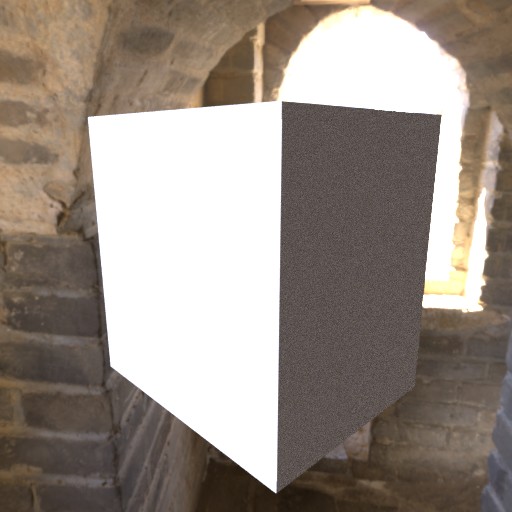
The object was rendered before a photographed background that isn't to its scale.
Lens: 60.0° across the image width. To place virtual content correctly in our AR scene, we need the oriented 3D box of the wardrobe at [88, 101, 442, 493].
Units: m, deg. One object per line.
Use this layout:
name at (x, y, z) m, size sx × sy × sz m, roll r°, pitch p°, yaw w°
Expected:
wardrobe at (0.000, 0.000, 0.861) m, size 0.400 × 0.520 × 0.500 m, roll -14°, pitch 20°, yaw -42°
